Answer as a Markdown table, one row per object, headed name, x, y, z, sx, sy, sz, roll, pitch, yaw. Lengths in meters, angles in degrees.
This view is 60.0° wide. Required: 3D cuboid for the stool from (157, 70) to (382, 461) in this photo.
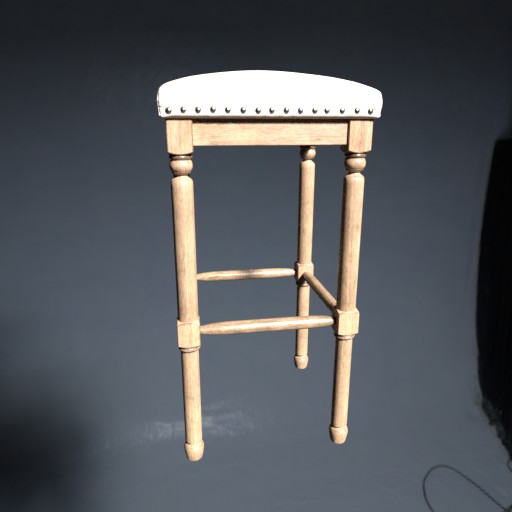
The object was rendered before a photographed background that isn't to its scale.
| name | x | y | z | sx | sy | sz | roll | pitch | yaw |
| --- | --- | --- | --- | --- | --- | --- | --- | --- | --- |
| stool | 0.000 | 0.000 | 0.998 | 0.383 | 0.768 | 0.382 | -3 | 17 | -9 |
